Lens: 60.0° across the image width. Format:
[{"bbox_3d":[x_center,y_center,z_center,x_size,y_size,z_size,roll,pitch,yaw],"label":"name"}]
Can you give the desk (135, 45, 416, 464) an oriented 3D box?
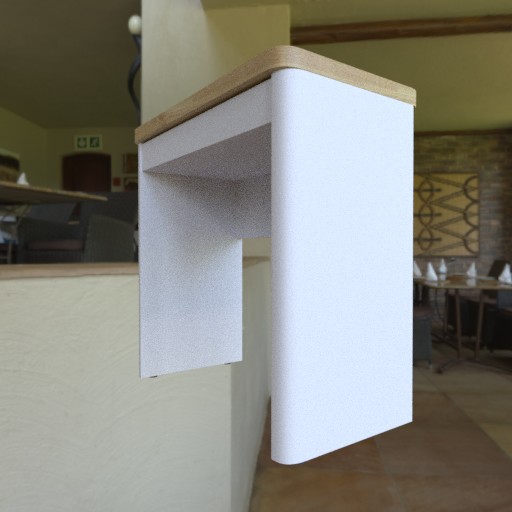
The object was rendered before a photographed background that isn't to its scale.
[{"bbox_3d":[0.000,0.000,1.244,0.440,0.790,0.760,0,1,-36],"label":"desk"}]
